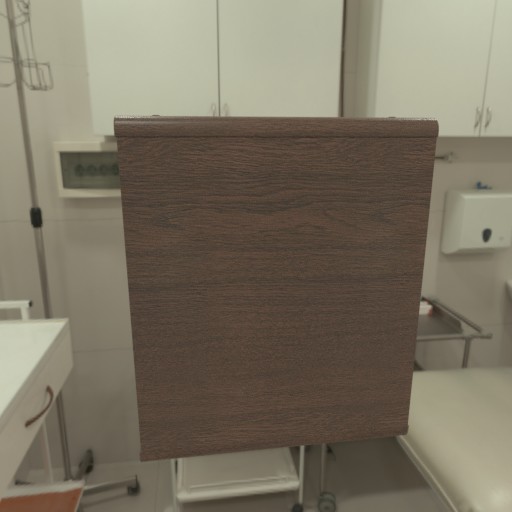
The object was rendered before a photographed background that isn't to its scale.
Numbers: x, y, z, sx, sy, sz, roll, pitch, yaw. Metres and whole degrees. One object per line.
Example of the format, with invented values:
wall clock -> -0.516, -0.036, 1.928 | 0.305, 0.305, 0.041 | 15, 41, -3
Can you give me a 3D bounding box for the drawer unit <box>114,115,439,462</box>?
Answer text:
drawer unit -> 0.000, 0.000, 0.592 | 0.290, 0.344, 0.344 | -2, 15, -8
